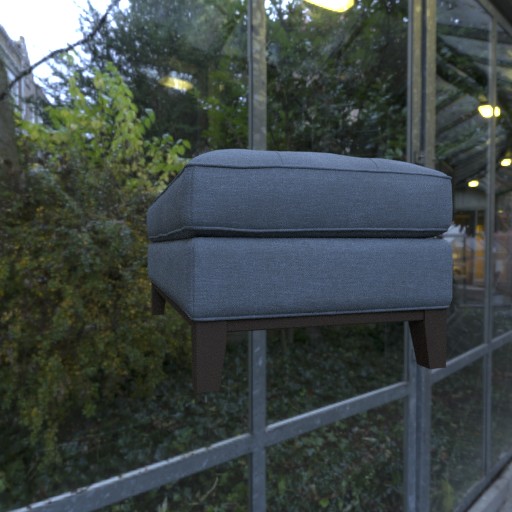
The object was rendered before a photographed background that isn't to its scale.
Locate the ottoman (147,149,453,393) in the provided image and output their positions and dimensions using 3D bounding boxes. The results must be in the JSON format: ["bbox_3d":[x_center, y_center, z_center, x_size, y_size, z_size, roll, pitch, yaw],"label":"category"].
[{"bbox_3d":[0.000,0.000,1.478,0.648,0.514,1.143,0,1,-18],"label":"ottoman"}]
